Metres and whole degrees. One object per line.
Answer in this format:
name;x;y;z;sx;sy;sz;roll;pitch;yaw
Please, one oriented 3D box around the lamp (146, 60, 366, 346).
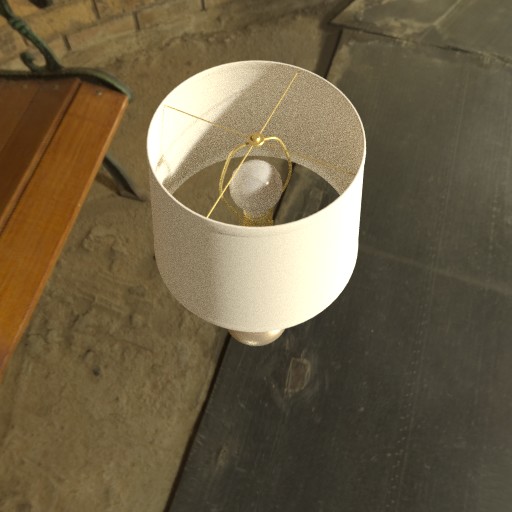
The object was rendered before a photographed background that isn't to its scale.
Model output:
lamp;0.000;0.000;0.786;0.328;0.612;0.328;0;63;0
